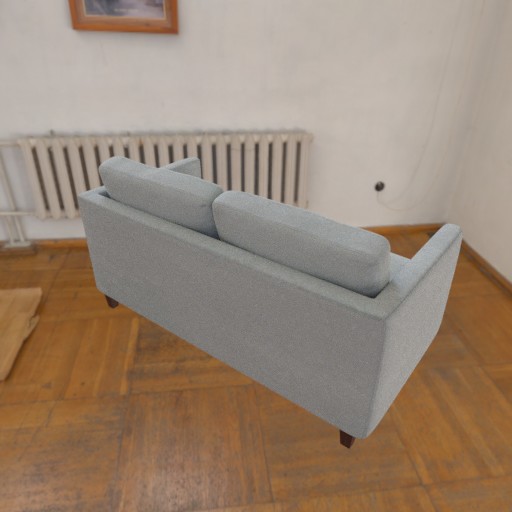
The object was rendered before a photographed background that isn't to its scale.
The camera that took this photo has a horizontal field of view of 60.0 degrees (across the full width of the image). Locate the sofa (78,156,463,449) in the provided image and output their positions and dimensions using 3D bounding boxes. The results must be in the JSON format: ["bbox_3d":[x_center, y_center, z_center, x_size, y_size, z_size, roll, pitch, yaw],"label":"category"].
[{"bbox_3d":[0.000,0.000,2.456,1.884,0.963,0.950,21,36,32],"label":"sofa"}]
